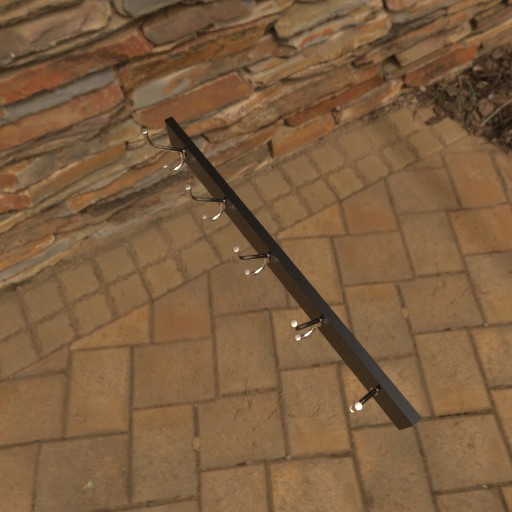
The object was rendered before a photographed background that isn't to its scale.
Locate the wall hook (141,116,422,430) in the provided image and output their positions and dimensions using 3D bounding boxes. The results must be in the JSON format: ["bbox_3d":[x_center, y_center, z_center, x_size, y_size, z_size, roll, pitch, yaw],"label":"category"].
[{"bbox_3d":[0.000,0.000,0.612,0.071,0.117,0.571,-33,68,-15],"label":"wall hook"}]
